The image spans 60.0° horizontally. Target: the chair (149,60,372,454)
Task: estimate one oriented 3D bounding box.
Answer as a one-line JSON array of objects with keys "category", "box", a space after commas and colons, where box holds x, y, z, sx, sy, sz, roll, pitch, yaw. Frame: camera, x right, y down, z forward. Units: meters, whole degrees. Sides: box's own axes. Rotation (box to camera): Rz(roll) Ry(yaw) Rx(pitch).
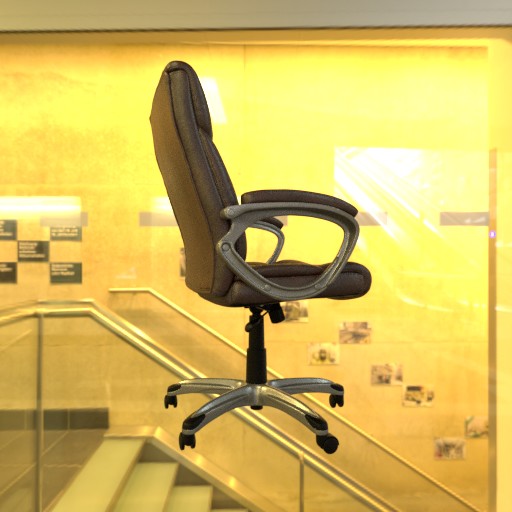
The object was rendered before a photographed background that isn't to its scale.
[{"category": "chair", "box": [0.000, 0.000, 1.531, 0.692, 1.128, 0.656, 0, 0, -18]}]
